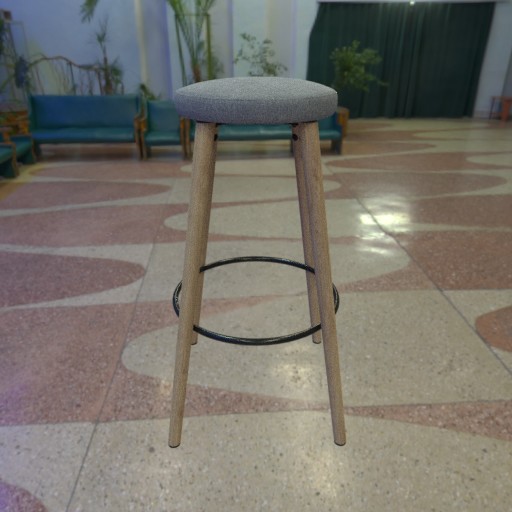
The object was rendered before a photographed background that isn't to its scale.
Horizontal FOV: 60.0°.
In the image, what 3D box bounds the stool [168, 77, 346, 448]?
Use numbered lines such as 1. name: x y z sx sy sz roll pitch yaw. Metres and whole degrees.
1. stool: 0.000 0.000 1.028 0.410 0.770 0.410 0 26 -1
